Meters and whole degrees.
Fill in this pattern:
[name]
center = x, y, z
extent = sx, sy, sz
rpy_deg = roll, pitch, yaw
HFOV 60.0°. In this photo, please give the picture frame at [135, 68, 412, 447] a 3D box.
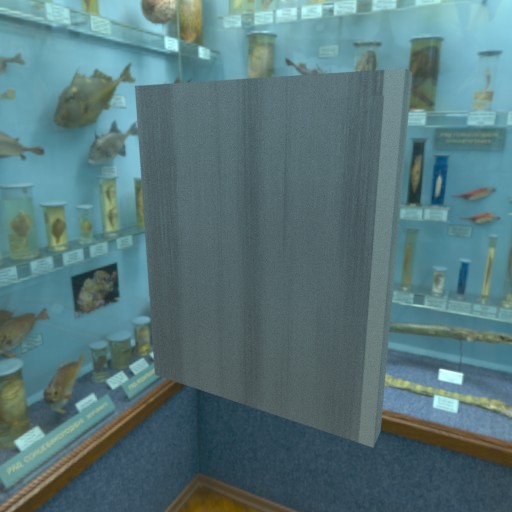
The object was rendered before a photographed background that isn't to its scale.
[picture frame]
center = 0.000, 0.000, 0.748
extent = 0.449, 0.555, 0.046
rpy_deg = 9, 18, 28
